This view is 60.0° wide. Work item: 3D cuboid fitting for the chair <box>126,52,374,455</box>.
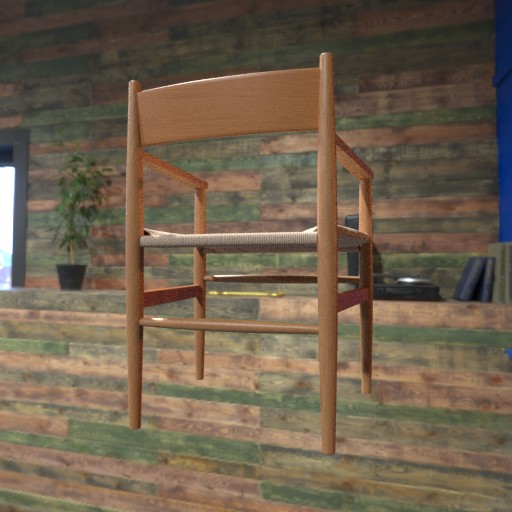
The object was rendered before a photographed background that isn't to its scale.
[{"bbox_3d":[0.000,0.000,1.119,0.556,0.762,0.495,0,-1,18],"label":"chair"}]
